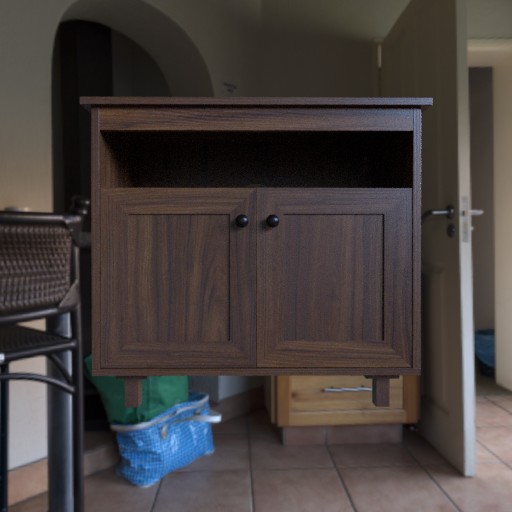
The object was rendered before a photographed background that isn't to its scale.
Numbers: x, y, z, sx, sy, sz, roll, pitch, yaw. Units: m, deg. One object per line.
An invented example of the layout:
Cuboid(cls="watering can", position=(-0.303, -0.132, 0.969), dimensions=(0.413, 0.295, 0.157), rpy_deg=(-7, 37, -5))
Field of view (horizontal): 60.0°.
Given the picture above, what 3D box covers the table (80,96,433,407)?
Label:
Cuboid(cls="table", position=(0.000, 0.000, 1.196), dimensions=(0.802, 0.725, 0.390), rpy_deg=(0, 0, 0))
